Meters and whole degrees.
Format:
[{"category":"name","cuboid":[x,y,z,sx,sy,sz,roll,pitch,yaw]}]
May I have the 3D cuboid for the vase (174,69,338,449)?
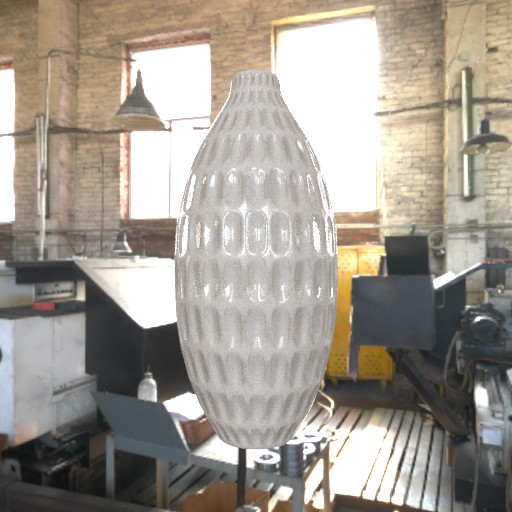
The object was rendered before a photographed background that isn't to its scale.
[{"category":"vase","cuboid":[0.000,0.000,0.352,0.127,0.282,0.127,0,0,0]}]
